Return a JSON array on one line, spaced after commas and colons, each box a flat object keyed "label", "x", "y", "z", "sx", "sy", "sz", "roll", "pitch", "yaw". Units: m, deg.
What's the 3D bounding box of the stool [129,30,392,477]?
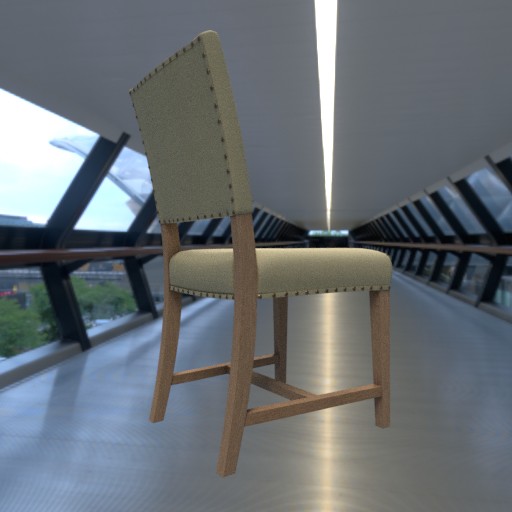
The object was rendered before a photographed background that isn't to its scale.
[{"label": "stool", "x": 0.000, "y": 0.000, "z": 1.299, "sx": 0.623, "sy": 0.986, "sz": 0.508, "roll": -1, "pitch": 1, "yaw": -36}]
